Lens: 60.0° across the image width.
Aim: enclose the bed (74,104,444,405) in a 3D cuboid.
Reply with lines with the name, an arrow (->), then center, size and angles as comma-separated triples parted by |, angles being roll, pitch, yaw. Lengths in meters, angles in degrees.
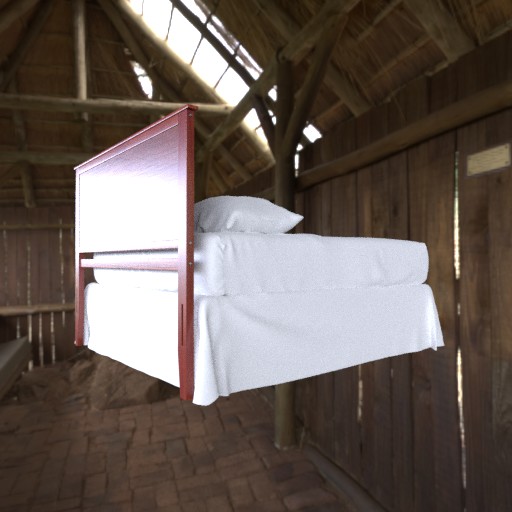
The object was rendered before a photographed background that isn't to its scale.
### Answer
bed -> 0.000, 0.000, 3.153 | 2.050, 1.270, 1.870 | 1, -1, -38
